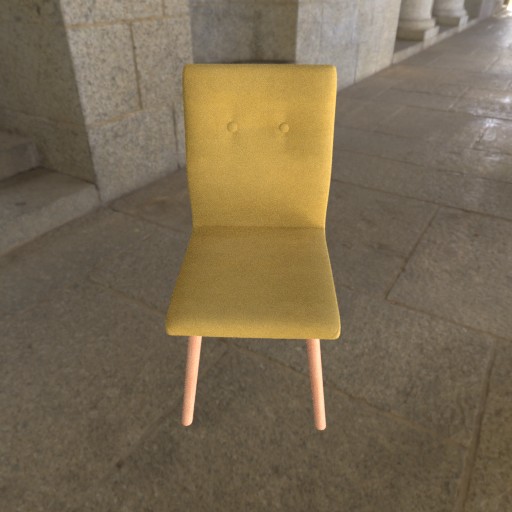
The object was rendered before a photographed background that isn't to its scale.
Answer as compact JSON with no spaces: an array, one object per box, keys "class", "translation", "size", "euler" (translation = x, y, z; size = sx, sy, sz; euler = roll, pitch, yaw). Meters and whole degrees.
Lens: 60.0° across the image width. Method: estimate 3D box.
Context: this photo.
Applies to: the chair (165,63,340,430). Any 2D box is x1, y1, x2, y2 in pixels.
[{"class":"chair","translation":[0.000,0.000,1.307],"size":[0.450,0.965,0.550],"euler":[1,33,2]}]
